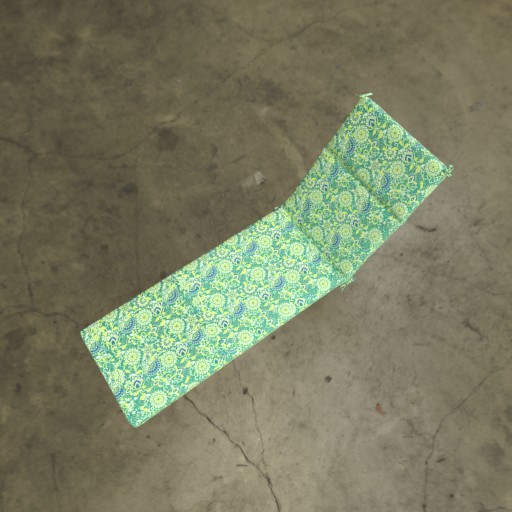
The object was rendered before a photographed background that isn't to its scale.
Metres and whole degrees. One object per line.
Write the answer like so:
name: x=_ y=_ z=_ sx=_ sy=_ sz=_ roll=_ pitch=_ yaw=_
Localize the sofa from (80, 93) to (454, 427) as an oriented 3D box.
sofa: x=0.000 y=0.000 z=1.959 sx=1.663 sy=0.622 sz=0.582 roll=-33 pitch=69 yaw=-15
